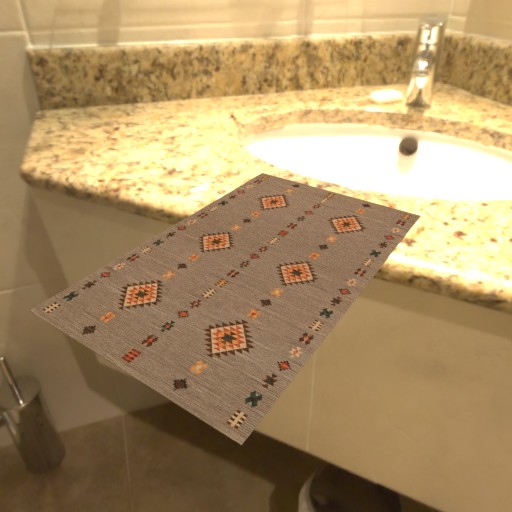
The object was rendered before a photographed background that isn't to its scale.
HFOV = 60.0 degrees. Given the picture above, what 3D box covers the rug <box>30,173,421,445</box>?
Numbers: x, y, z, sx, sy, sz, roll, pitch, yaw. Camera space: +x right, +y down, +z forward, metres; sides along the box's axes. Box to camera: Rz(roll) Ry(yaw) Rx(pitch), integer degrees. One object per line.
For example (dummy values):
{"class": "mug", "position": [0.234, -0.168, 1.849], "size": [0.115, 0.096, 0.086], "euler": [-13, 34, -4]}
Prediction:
{"class": "rug", "position": [0.000, 0.000, 3.044], "size": [1.515, 0.007, 2.427], "euler": [21, 39, 28]}
